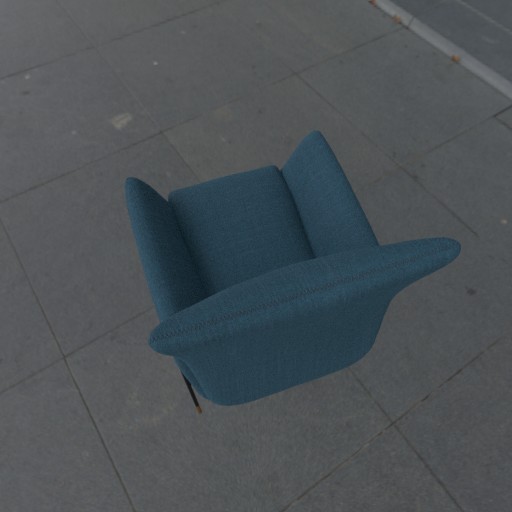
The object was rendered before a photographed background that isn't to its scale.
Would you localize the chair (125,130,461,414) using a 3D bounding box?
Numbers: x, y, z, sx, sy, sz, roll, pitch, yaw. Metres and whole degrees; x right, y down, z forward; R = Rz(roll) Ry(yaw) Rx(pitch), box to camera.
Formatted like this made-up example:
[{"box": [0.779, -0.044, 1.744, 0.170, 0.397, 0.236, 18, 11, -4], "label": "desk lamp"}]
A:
[{"box": [0.000, 0.000, 1.407, 0.678, 0.859, 0.769, -16, 60, -10], "label": "chair"}]
